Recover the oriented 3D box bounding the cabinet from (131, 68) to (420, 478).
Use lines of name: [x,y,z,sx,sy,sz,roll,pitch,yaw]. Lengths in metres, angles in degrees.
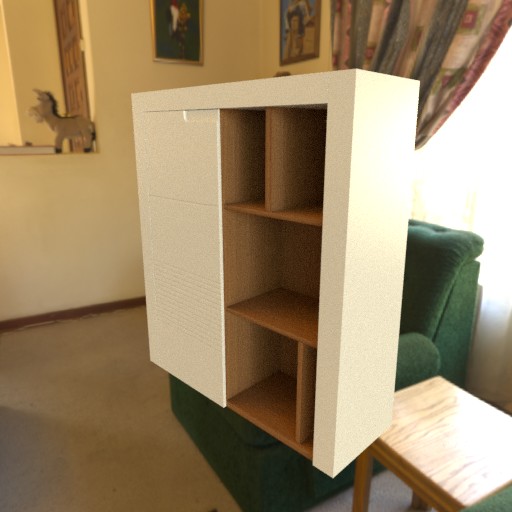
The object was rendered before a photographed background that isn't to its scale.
cabinet: [0.000,0.000,1.616,0.990,1.150,0.348,15,22,43]
